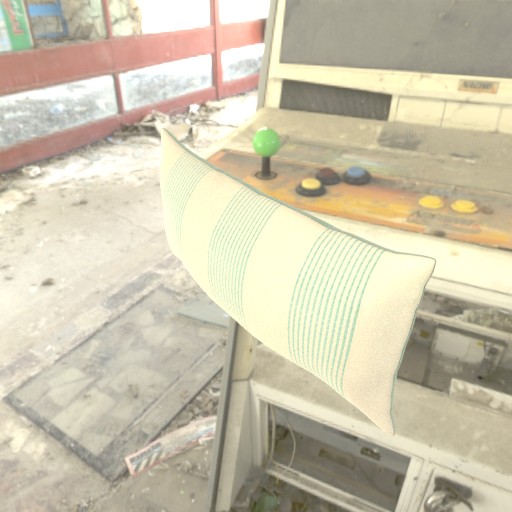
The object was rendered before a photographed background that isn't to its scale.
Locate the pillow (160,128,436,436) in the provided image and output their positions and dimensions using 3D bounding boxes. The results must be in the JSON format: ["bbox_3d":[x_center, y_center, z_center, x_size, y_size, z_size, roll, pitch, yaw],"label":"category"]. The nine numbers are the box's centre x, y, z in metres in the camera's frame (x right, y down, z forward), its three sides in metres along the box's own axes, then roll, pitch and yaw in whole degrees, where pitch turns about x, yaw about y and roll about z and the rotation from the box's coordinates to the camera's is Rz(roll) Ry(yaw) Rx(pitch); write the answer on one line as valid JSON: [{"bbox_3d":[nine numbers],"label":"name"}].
[{"bbox_3d":[0.000,0.000,0.732,0.151,0.287,0.610,-22,38,-31],"label":"pillow"}]
